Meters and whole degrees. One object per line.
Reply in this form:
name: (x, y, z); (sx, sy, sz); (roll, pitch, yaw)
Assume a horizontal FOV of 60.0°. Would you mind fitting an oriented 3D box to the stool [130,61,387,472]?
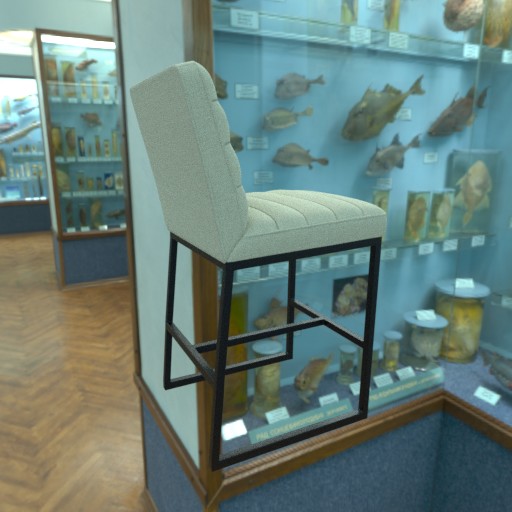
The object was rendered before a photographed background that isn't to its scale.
stool: (0.000, 0.000, 1.260); (0.560, 0.940, 0.460); (-7, 16, -26)
